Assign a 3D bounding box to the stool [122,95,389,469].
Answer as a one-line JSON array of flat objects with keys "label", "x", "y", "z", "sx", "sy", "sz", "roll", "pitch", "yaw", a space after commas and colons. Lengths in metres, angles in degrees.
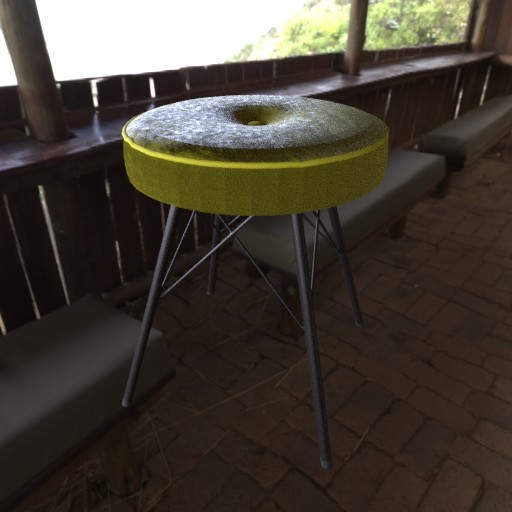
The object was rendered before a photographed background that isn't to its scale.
[{"label": "stool", "x": 0.000, "y": 0.000, "z": 0.812, "sx": 0.409, "sy": 0.508, "sz": 0.409, "roll": 10, "pitch": 32, "yaw": 17}]
